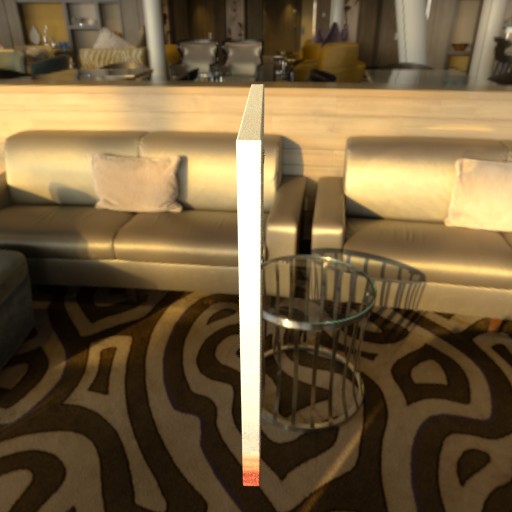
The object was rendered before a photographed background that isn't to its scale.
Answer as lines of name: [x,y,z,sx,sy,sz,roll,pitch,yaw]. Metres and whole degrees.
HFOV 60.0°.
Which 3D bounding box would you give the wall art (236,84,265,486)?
wall art: [0.000,0.000,0.916,0.034,0.605,0.605,1,27,1]
